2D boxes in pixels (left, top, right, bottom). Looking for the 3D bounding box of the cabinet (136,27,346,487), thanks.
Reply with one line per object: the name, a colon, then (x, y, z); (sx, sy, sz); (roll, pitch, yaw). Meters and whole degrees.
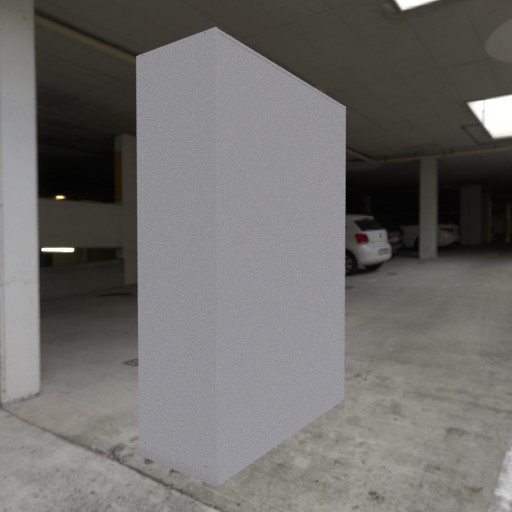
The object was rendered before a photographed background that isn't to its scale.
cabinet: (0.000, 0.000, 2.511); (0.510, 1.910, 1.290); (1, 2, 35)
